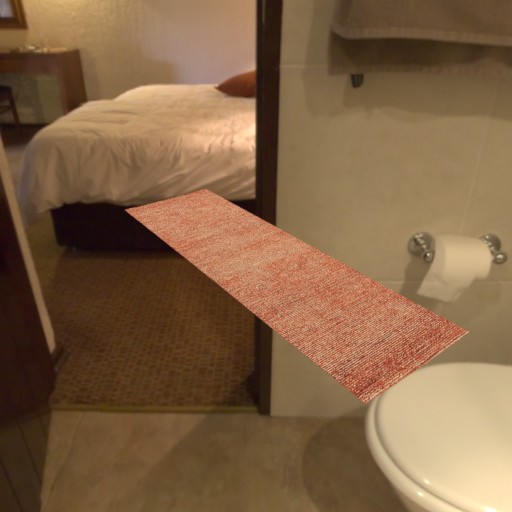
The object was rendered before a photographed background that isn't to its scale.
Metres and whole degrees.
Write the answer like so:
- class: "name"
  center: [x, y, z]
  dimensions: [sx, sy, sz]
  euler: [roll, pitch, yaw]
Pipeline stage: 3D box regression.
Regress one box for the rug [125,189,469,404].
- class: "rug"
  center: [0.000, 0.000, 2.684]
  dimensions: [0.718, 0.013, 2.353]
  euler: [-20, 35, -32]
